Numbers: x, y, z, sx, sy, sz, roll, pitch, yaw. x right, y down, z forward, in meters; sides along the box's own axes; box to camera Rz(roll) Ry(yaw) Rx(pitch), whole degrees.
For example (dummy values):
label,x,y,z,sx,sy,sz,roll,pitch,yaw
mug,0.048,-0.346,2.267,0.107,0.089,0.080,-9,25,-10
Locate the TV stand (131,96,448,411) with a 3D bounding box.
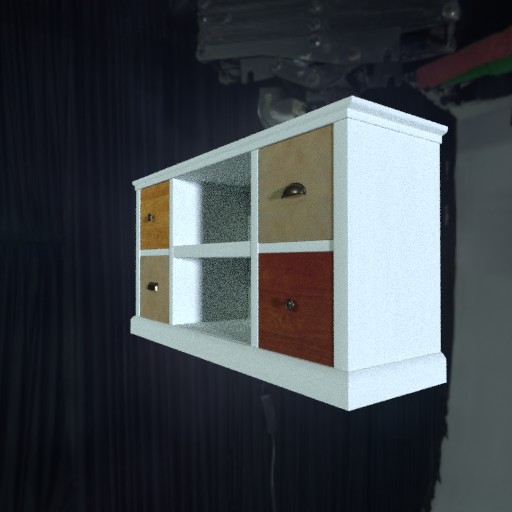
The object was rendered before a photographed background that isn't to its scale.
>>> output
label,x,y,z,sx,sy,sz,roll,pitch,yaw
TV stand,0.000,0.000,1.471,0.424,0.624,1.187,1,-1,-36
